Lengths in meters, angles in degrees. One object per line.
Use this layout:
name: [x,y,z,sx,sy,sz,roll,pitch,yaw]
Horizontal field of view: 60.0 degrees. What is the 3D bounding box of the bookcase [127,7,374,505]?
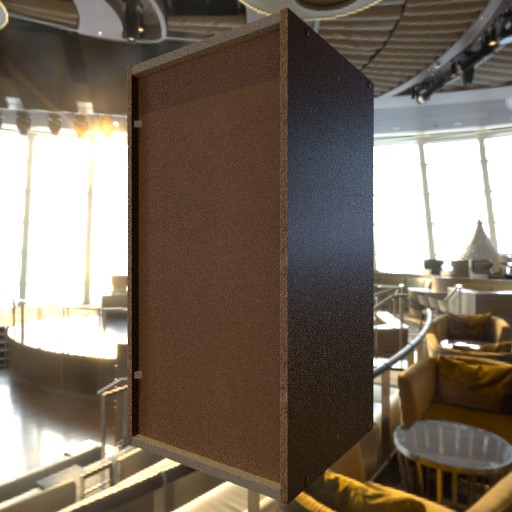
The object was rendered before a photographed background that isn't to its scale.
bookcase: [0.000,0.000,0.738,0.300,0.600,0.290,0,0,35]
